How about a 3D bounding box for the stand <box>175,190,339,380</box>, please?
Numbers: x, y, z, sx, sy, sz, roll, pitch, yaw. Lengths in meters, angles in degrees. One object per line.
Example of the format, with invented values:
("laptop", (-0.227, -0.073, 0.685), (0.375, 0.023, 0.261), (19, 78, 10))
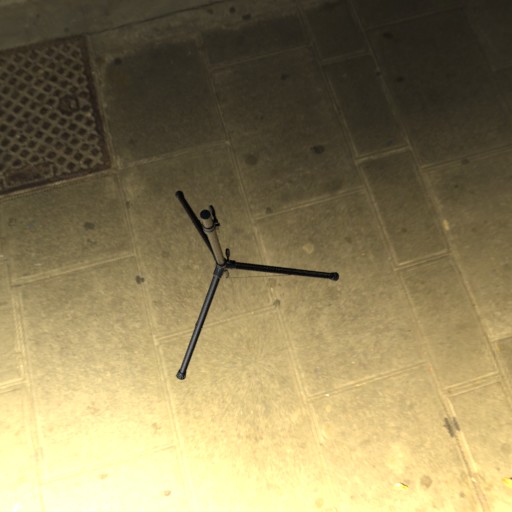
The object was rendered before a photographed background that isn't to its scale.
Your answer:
("stand", (0.000, 0.000, 1.897), (0.907, 1.136, 1.045), (-1, 76, 0))
